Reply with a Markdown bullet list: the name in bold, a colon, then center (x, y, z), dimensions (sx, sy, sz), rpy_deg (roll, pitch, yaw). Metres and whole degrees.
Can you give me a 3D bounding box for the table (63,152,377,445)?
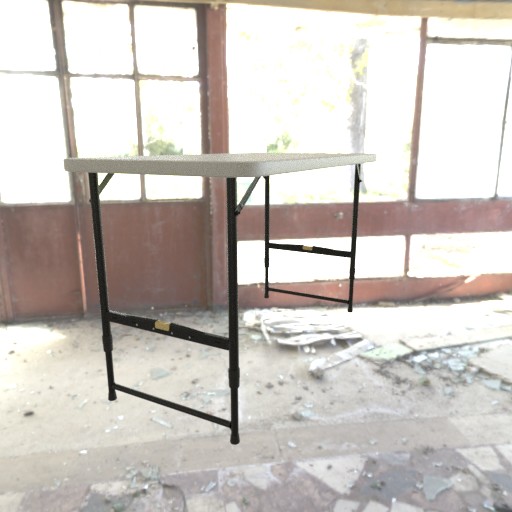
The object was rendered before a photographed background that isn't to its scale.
- **table**: center (0.000, 0.000, 1.662), dimensions (0.610, 0.737, 1.219), rpy_deg (7, 16, 27)
